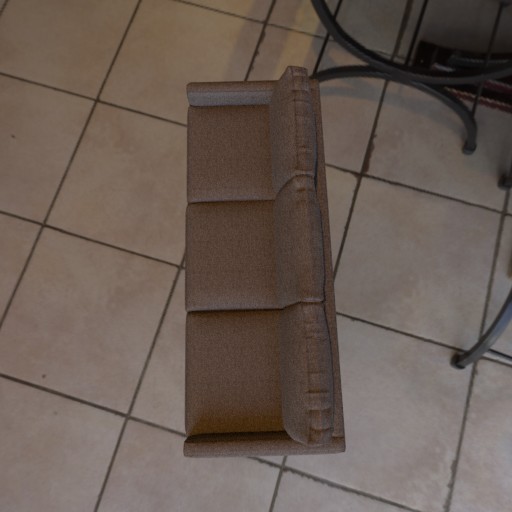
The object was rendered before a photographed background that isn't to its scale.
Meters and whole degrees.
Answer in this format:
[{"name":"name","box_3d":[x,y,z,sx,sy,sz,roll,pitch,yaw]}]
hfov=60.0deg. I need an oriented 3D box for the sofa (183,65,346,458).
[{"name":"sofa","box_3d":[0.000,0.000,2.738,0.876,0.882,2.253,-2,76,0]}]
